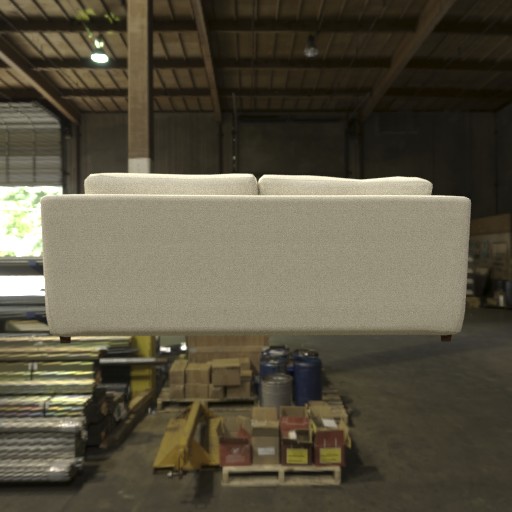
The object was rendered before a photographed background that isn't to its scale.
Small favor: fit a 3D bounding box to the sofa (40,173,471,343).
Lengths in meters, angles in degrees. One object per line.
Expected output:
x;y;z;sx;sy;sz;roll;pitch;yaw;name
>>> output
0.000;0.000;3.012;2.470;1.022;1.009;0;0;-1;sofa
